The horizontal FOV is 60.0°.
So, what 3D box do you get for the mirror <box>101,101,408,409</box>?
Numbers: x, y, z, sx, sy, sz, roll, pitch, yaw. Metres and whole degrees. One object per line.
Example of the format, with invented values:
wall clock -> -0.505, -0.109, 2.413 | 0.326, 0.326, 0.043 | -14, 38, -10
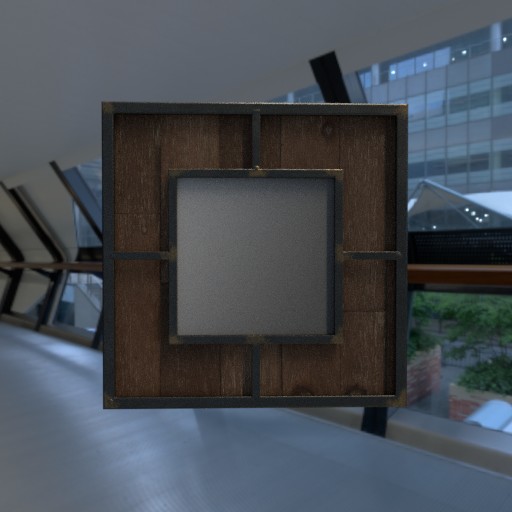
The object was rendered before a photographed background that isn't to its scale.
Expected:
mirror -> 0.000, 0.000, 0.561 | 0.382, 0.381, 0.020 | 0, 1, -1
